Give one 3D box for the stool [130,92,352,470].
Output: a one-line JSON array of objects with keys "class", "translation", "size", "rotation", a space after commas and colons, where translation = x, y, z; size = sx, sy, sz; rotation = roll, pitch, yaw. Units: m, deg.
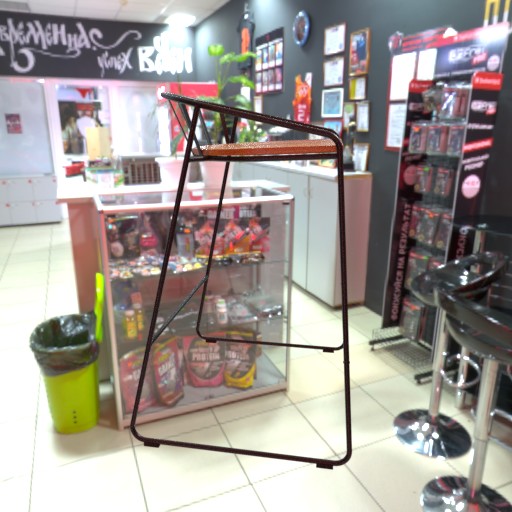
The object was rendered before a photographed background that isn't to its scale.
[{"class": "stool", "translation": [0.000, 0.000, 1.165], "size": [0.521, 0.812, 0.546], "rotation": [3, 17, 9]}]
